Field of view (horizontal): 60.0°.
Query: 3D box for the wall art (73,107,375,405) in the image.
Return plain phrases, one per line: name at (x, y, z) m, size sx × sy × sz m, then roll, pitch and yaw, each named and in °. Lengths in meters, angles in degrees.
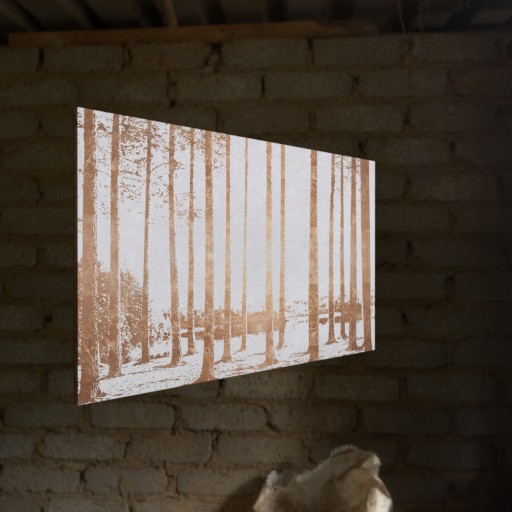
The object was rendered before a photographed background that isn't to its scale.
wall art at (0.000, 0.000, 1.180) m, size 0.914 × 0.609 × 0.035 m, roll 0°, pitch 0°, yaw -35°
